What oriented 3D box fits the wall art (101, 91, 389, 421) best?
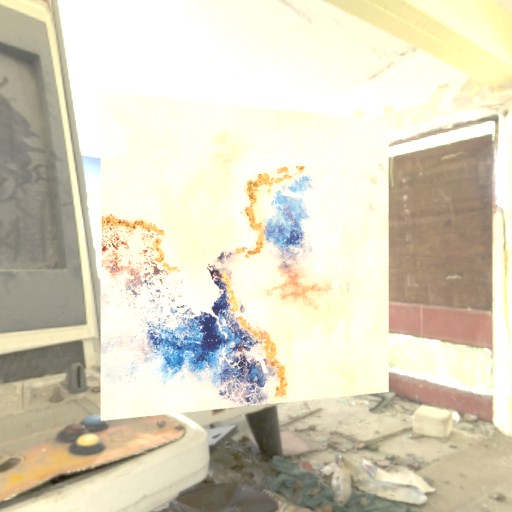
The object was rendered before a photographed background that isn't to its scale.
[{"bbox_3d":[0.000,0.000,1.608,1.061,1.061,0.071,0,0,-17],"label":"wall art"}]
